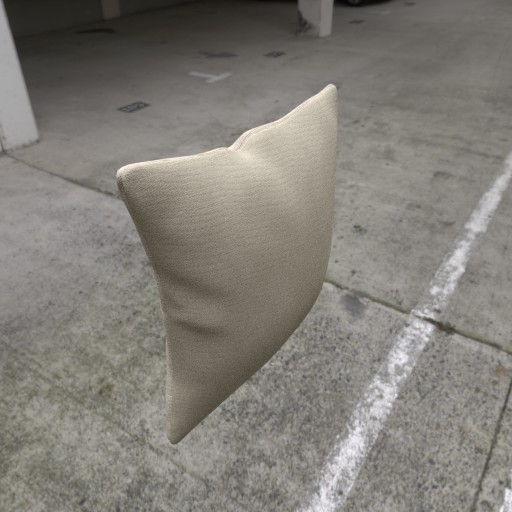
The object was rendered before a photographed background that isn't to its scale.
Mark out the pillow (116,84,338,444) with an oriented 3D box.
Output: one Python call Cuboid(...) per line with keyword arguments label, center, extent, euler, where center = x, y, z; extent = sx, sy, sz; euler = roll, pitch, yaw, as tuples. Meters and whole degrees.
Cuboid(label="pillow", center=(0.000, 0.000, 0.664), extent=(0.162, 0.420, 0.437), euler=(21, 39, 29))
